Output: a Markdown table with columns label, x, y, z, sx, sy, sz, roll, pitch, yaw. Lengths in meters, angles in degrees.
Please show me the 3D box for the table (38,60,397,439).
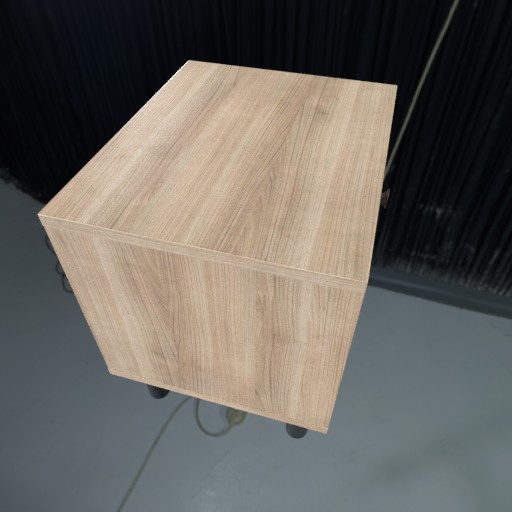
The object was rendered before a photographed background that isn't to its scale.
| label | x | y | z | sx | sy | sz | roll | pitch | yaw |
| --- | --- | --- | --- | --- | --- | --- | --- | --- | --- |
| table | 0.000 | 0.000 | 0.772 | 0.380 | 0.460 | 0.445 | 12 | 47 | 11 |
